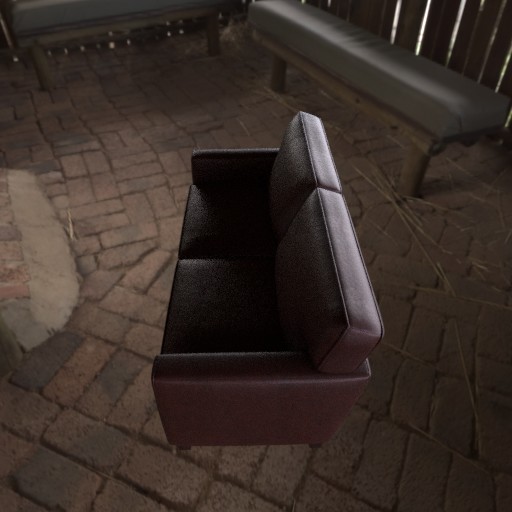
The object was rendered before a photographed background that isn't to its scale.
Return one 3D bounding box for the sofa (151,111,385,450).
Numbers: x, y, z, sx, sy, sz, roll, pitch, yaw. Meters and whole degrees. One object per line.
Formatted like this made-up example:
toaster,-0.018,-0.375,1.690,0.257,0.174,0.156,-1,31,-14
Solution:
sofa,0.000,0.000,2.467,0.912,0.928,1.876,-1,41,-1
